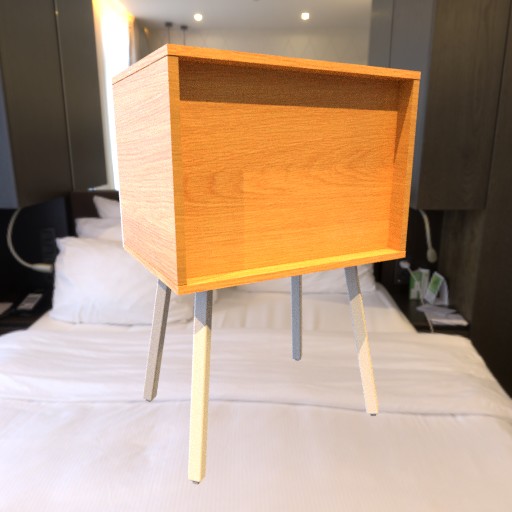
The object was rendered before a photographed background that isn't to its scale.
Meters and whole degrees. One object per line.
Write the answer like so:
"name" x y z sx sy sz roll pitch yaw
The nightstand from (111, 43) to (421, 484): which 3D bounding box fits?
"nightstand" 0.000 0.000 0.790 0.400 0.601 0.316 -8 16 -28
